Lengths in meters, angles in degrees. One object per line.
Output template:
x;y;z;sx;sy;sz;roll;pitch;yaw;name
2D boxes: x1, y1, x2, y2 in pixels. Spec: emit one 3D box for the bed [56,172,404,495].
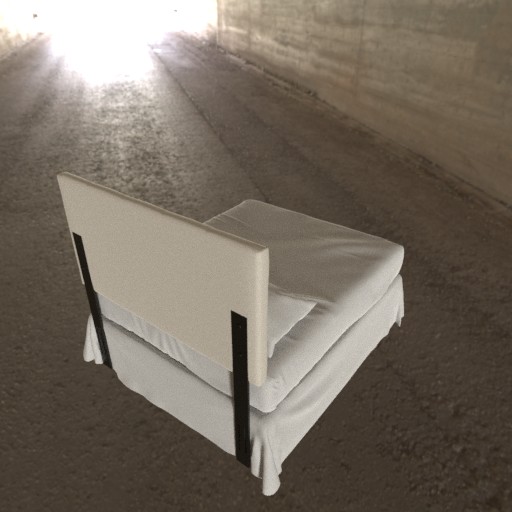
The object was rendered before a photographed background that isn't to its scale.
0.000;0.000;3.454;1.936;1.577;2.222;22;37;32;bed
